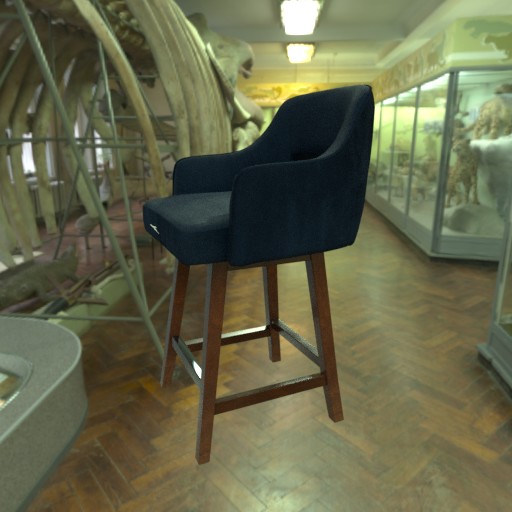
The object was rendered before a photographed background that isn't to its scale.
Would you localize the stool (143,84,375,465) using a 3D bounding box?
[{"bbox_3d":[0.000,0.000,1.286,0.560,0.940,0.550,-7,16,-24],"label":"stool"}]
